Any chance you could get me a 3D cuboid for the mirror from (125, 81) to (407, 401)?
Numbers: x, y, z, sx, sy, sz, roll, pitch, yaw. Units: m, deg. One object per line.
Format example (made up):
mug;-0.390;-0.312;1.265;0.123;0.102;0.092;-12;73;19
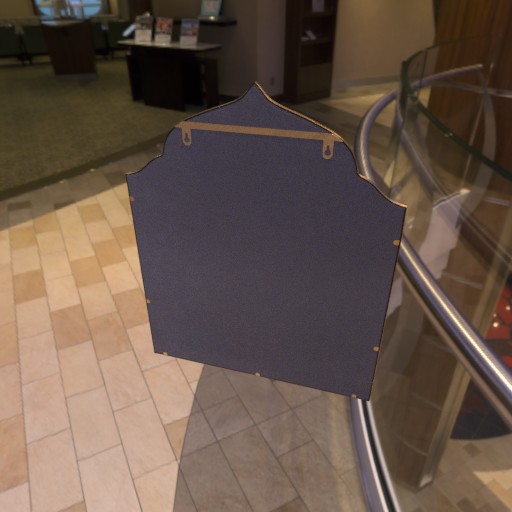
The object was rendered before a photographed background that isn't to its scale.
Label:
mirror;0.000;0.000;0.853;0.513;0.635;0.018;9;33;14
